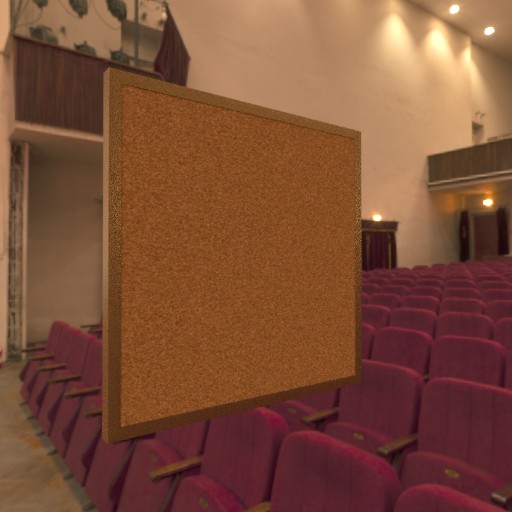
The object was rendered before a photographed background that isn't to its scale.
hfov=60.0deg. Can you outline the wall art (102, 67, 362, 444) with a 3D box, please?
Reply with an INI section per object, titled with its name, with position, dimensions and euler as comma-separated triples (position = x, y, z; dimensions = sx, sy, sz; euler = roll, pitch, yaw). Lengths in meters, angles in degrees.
[wall art]
position = 0.000, 0.000, 1.140
dimensions = 0.767, 0.765, 0.036
euler = 0, -1, -36
